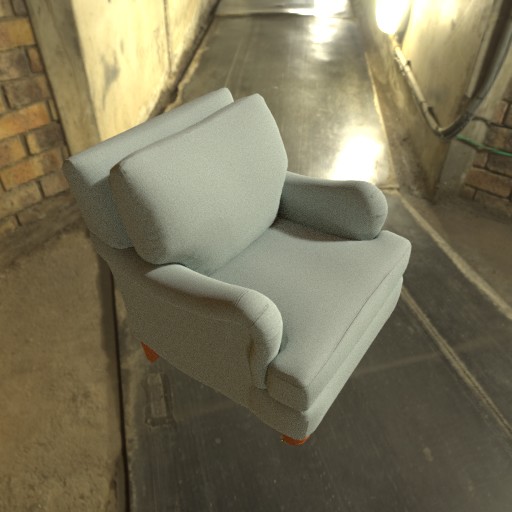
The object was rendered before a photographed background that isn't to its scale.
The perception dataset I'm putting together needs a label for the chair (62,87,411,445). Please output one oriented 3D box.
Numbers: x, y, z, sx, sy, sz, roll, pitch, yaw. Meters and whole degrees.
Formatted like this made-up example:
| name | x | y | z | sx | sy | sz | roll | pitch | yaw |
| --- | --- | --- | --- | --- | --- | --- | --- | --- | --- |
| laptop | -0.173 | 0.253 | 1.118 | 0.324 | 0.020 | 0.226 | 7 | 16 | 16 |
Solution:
| name | x | y | z | sx | sy | sz | roll | pitch | yaw |
| --- | --- | --- | --- | --- | --- | --- | --- | --- | --- |
| chair | 0.000 | 0.000 | 1.863 | 1.070 | 1.038 | 0.955 | 25 | 46 | 26 |
